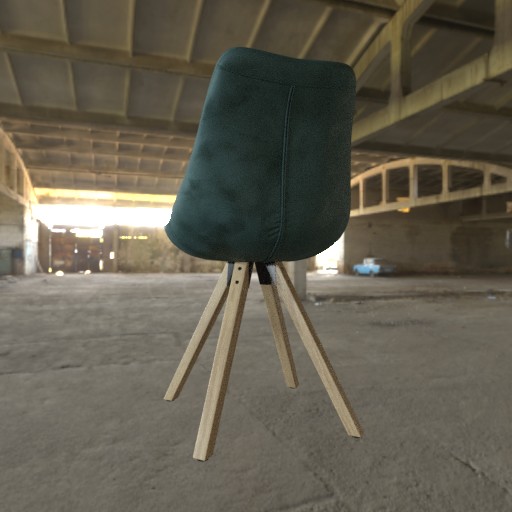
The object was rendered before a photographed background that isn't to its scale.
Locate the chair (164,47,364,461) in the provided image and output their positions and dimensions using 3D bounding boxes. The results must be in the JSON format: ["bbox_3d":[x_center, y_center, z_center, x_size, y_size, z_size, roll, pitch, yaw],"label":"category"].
[{"bbox_3d":[0.000,0.000,1.195,0.483,0.865,0.547,0,0,-19],"label":"chair"}]
